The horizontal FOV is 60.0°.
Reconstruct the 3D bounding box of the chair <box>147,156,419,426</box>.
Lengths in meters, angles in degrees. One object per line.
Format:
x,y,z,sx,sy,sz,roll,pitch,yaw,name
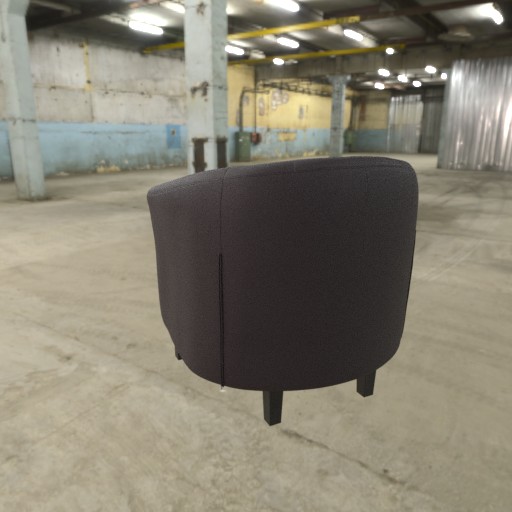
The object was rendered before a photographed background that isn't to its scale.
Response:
0.000,0.000,1.657,0.763,0.760,1.191,-7,16,-25,chair
